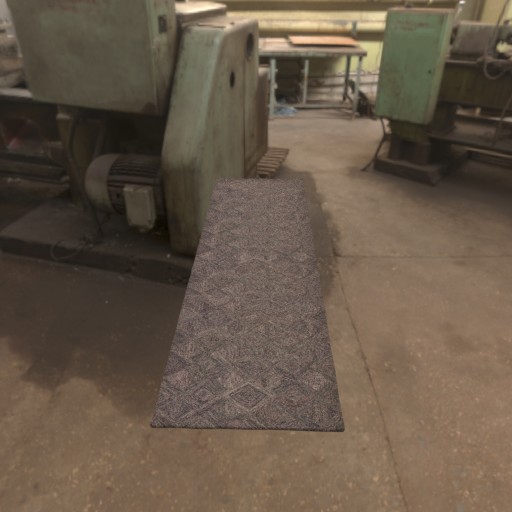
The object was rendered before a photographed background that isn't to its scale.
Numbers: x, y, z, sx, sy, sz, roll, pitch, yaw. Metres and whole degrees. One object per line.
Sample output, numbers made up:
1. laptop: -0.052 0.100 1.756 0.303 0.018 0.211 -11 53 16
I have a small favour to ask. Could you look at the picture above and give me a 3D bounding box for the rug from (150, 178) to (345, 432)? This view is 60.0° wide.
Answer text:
1. rug: 0.000 0.000 2.525 0.691 0.011 2.296 1 32 1
